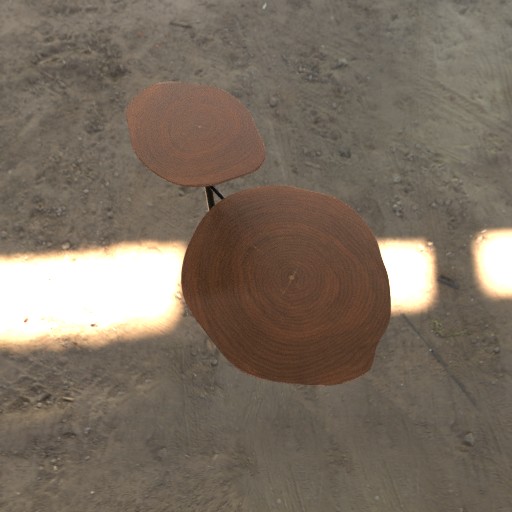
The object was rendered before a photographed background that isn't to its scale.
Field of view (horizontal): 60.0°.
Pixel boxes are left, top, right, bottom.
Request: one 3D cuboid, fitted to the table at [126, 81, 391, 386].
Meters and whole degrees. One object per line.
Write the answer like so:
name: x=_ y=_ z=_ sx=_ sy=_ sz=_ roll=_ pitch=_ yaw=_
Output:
table: x=0.000 y=0.000 z=1.110 sx=0.442 sy=0.538 sz=0.759 roll=-34 pitch=69 yaw=-15
